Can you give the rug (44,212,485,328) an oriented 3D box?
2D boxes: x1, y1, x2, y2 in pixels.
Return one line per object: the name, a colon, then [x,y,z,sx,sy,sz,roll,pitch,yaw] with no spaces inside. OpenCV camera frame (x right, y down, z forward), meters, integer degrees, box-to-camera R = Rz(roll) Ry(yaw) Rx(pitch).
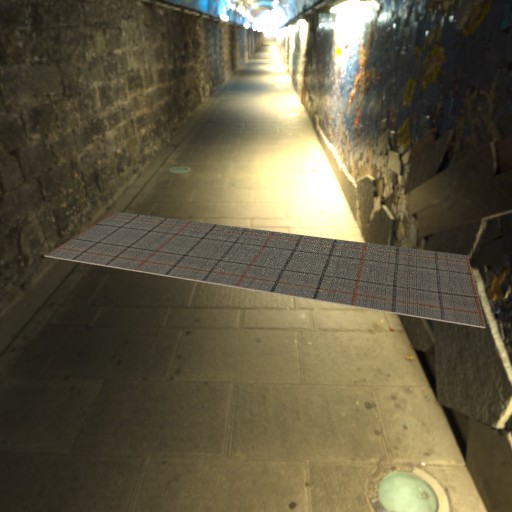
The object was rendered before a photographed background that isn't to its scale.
rug: [0.000,0.000,2.677,2.439,0.008,0.762,8,28,15]
